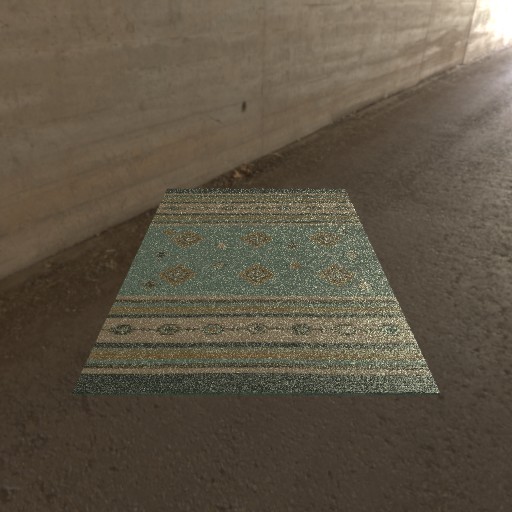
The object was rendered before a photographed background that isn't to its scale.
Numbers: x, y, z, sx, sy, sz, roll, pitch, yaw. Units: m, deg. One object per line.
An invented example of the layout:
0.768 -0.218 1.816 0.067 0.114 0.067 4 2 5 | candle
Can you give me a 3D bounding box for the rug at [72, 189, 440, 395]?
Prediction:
0.000 0.000 2.243 1.212 0.010 1.811 0 30 0 | rug
